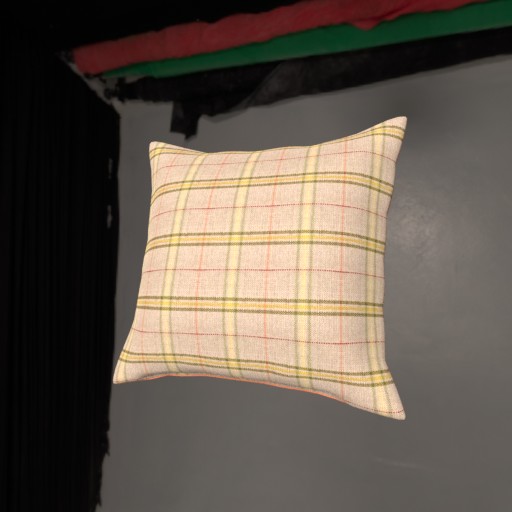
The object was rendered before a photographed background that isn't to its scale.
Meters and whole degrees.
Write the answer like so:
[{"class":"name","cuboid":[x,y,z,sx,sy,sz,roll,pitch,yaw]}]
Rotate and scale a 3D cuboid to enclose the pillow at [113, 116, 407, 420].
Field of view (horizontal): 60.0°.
[{"class":"pillow","cuboid":[0.000,0.000,0.699,0.453,0.430,0.200,0,-1,18]}]
